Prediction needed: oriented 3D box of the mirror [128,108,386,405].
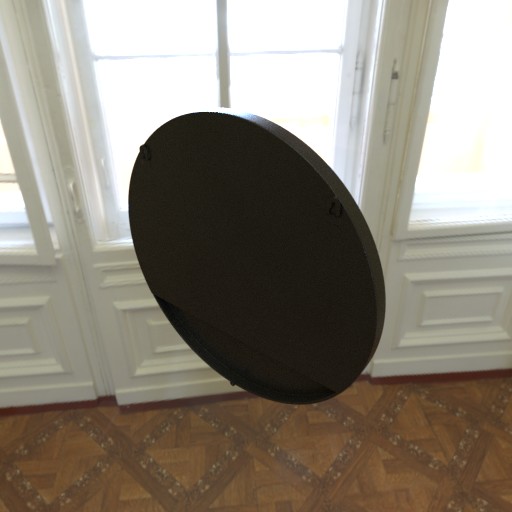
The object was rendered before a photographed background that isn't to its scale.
[{"bbox_3d":[0.000,0.000,0.692,0.457,0.457,0.133,22,37,32],"label":"mirror"}]
